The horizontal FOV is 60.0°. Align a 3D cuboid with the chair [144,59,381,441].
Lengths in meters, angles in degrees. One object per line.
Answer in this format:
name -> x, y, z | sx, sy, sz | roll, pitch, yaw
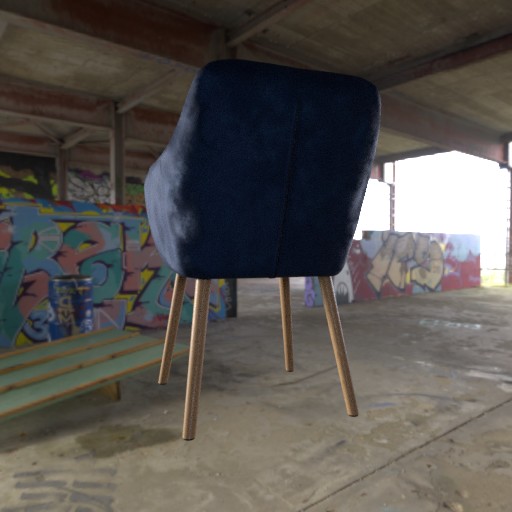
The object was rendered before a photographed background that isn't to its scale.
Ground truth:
chair -> 0.000, 0.000, 1.220 | 0.578, 0.826, 0.573 | 0, 1, -19
